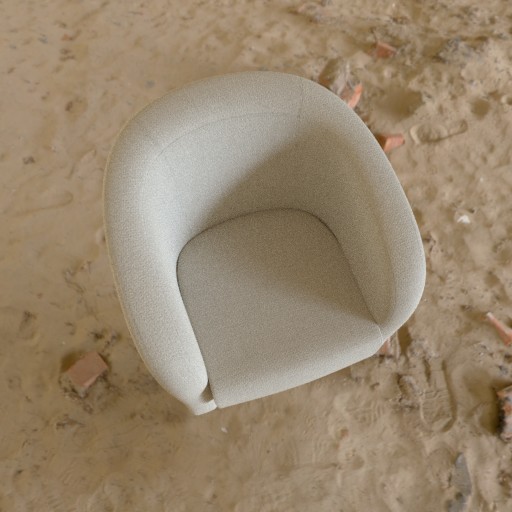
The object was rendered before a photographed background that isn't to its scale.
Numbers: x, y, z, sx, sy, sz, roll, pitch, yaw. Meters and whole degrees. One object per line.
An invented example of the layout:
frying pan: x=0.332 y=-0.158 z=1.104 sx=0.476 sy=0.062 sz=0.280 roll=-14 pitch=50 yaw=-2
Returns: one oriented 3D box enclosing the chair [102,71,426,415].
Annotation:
chair: x=0.000 y=0.000 z=1.413 sx=0.791 sy=0.771 sz=0.815 roll=-17 pitch=64 yaw=-8
